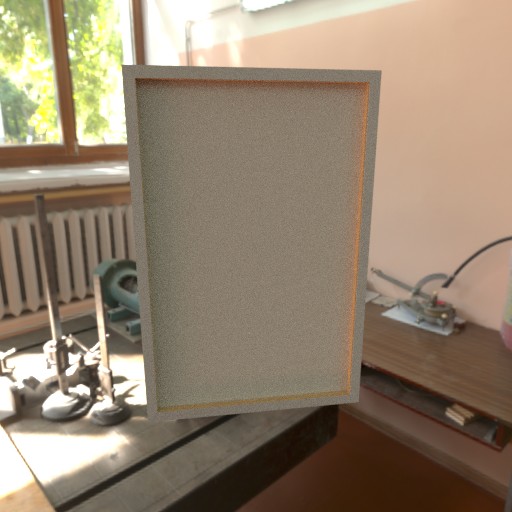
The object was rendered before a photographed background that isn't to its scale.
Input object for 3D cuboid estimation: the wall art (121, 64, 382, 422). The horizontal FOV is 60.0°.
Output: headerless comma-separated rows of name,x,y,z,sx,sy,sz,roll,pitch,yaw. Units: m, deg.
wall art,0.000,0.000,1.162,0.607,0.912,0.038,-2,16,-9
